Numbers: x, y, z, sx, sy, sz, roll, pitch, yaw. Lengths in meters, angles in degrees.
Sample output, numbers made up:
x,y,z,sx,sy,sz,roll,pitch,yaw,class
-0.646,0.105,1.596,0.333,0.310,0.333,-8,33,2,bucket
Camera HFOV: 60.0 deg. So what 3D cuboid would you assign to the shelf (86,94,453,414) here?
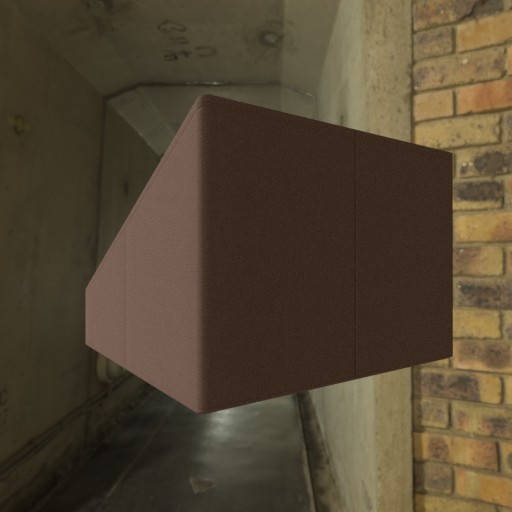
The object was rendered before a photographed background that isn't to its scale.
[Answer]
x,y,z,sx,sy,sz,roll,pitch,yaw,class
0.000,0.000,0.488,0.292,0.210,0.292,0,0,-35,shelf
